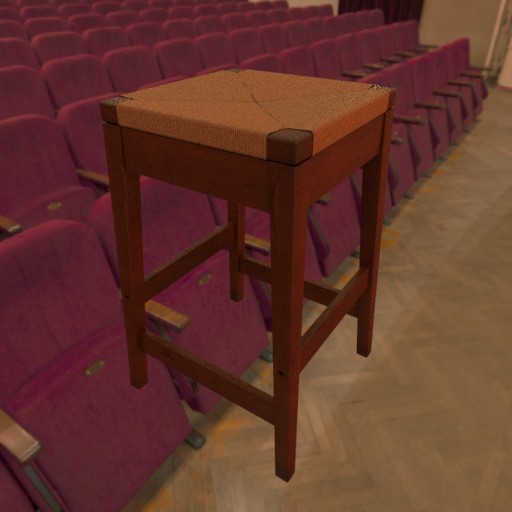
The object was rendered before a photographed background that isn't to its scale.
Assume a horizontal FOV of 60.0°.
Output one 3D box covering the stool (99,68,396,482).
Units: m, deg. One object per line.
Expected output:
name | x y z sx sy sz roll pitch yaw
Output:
stool | 0.000 0.000 1.081 0.507 0.762 0.497 20 37 28
